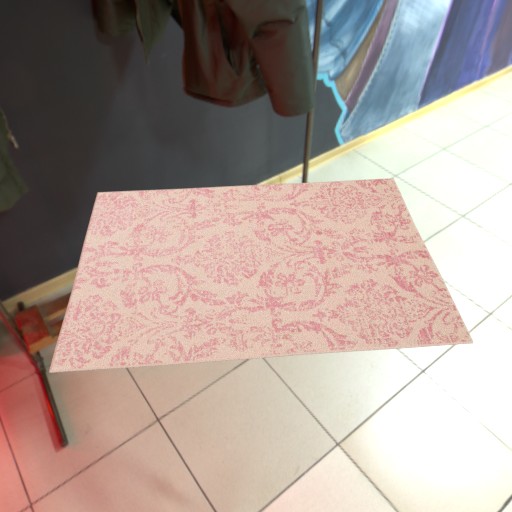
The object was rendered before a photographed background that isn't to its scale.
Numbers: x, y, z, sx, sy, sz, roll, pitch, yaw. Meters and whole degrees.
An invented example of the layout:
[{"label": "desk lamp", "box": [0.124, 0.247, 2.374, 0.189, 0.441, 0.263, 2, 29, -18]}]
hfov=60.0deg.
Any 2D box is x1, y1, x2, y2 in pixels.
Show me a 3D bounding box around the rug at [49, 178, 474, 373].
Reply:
[{"label": "rug", "box": [0.000, 0.000, 2.328, 1.839, 0.012, 1.219, -3, 46, -3]}]
